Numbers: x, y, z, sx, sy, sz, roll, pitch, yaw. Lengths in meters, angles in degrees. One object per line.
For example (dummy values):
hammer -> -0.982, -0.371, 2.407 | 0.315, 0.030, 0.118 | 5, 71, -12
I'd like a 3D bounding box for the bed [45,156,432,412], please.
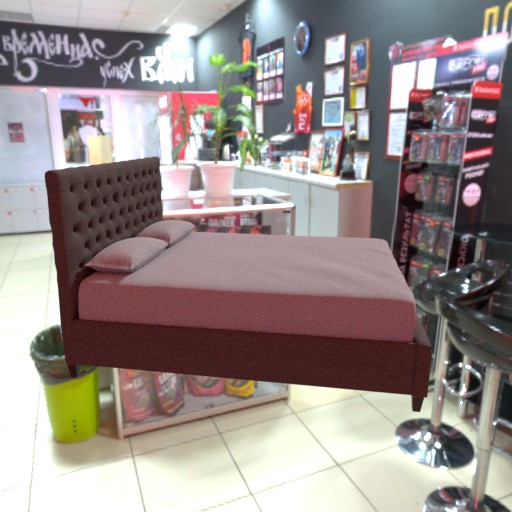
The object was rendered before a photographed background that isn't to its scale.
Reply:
bed -> 0.000, 0.000, 3.482 | 2.387, 1.427, 1.698 | 3, 16, 10
